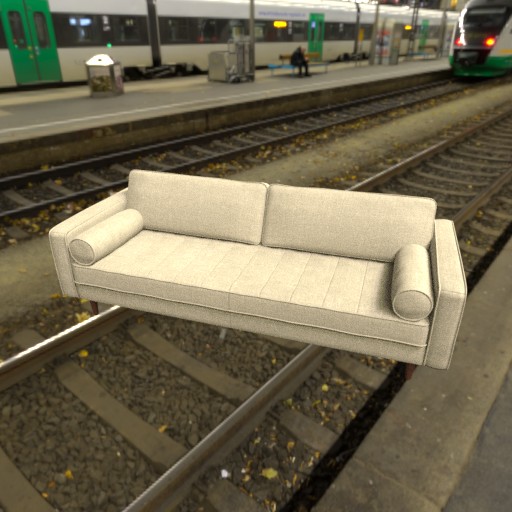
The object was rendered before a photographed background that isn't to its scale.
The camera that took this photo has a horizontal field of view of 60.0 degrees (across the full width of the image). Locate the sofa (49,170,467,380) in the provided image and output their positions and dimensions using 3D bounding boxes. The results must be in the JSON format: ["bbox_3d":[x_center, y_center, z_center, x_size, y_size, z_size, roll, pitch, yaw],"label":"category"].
[{"bbox_3d":[0.000,0.000,2.644,2.211,0.762,0.914,8,28,16],"label":"sofa"}]
